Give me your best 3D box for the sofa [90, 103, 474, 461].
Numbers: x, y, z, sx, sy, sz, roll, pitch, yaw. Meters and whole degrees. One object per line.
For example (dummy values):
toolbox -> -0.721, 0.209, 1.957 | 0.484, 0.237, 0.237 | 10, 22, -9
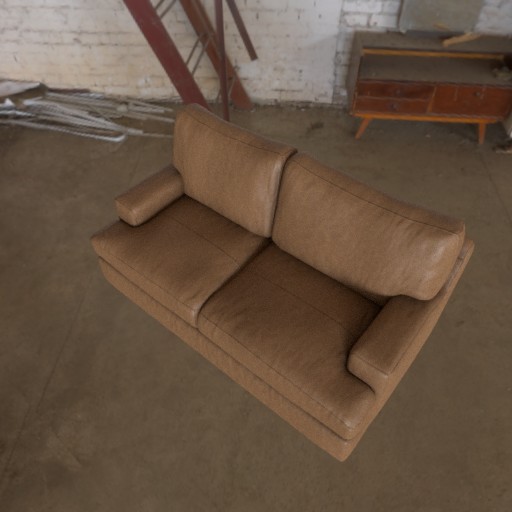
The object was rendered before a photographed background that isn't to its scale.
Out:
sofa -> 0.000, 0.000, 2.402 | 1.855, 0.980, 0.962 | 31, 54, 26
